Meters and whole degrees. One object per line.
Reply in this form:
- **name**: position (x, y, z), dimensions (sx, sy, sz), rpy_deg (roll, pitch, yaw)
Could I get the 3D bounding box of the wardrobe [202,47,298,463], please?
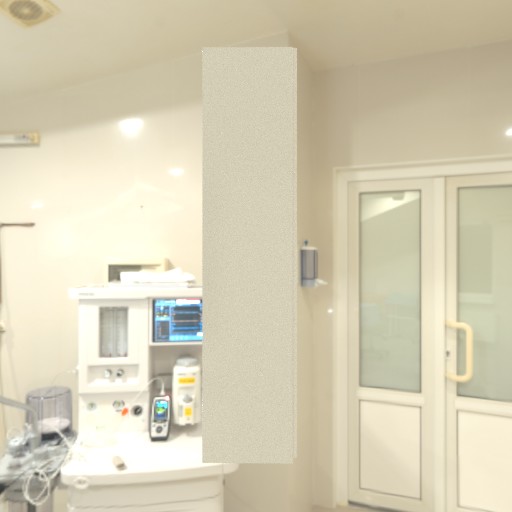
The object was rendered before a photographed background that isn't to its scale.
- **wardrobe**: position (0.000, 0.000, 4.013), dimensions (0.580, 2.360, 3.000), rpy_deg (0, 0, 1)
